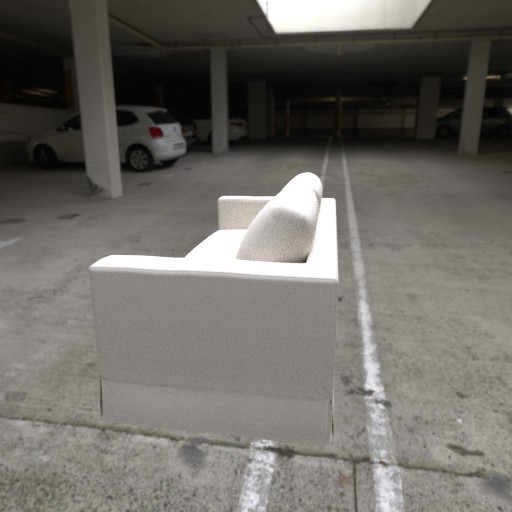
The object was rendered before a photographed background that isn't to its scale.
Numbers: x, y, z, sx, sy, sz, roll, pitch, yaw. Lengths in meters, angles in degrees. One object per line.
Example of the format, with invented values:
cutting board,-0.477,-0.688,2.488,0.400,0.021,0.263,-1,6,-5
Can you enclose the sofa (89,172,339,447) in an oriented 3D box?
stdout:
sofa,0.000,0.000,2.654,0.954,0.881,2.163,2,15,9
